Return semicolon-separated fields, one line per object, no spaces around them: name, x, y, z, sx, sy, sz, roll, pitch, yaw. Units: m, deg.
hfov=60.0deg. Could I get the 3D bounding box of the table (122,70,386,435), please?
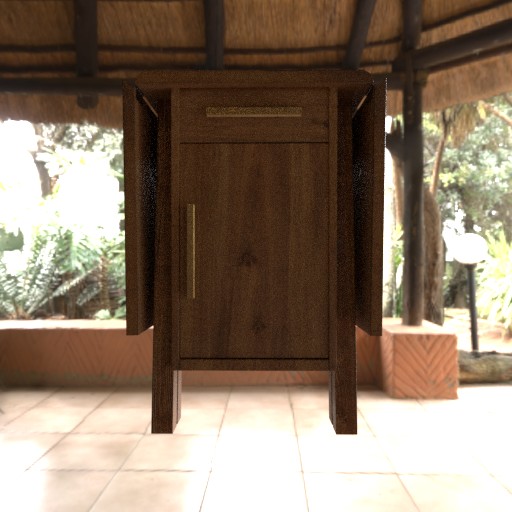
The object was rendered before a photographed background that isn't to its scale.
table;0.000;0.000;1.657;0.701;0.981;0.967;0;0;1
